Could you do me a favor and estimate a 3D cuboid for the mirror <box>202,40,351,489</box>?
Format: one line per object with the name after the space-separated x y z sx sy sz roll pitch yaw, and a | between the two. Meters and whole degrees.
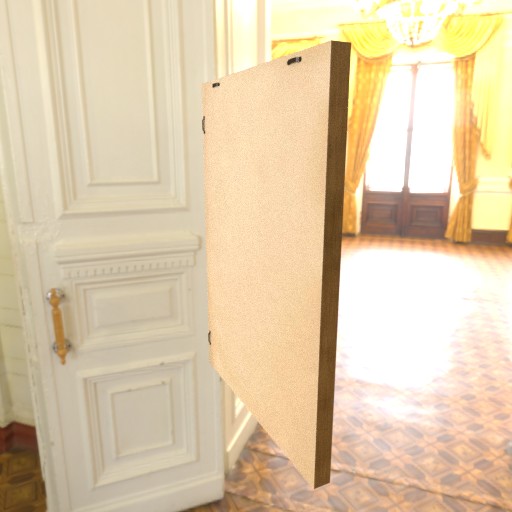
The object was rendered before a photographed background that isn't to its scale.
0.000 0.000 0.902 0.039 0.711 0.508 -7 16 -26 | mirror
